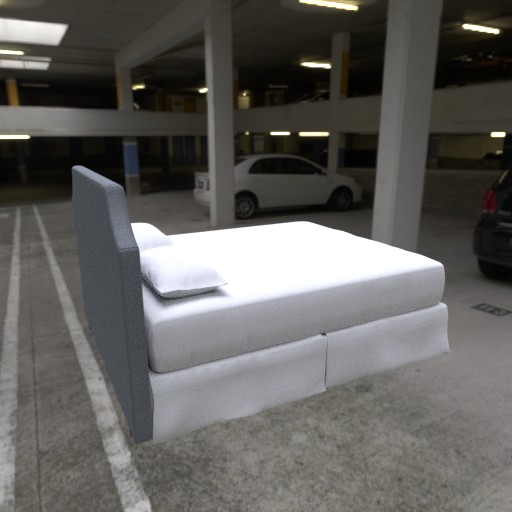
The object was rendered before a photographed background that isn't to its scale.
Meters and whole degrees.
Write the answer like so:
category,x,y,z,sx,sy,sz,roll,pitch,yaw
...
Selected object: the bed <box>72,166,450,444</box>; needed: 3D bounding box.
category,x,y,z,sx,sy,sz,roll,pitch,yaw
bed,0.000,0.000,3.256,2.259,1.296,1.811,-8,18,-27
